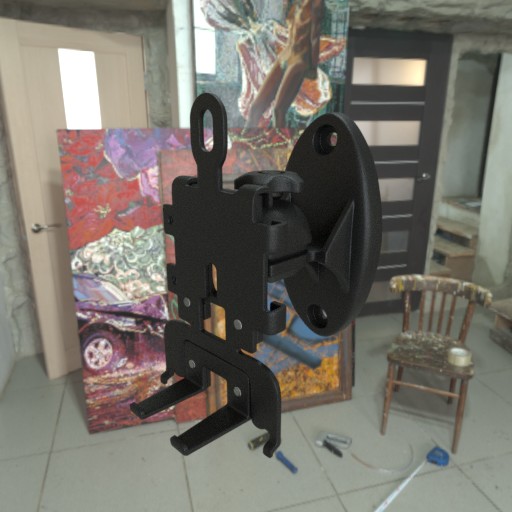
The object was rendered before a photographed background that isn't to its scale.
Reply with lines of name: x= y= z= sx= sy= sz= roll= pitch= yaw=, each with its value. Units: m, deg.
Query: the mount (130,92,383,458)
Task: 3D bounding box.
mount: x=0.000 y=0.000 z=0.173 sx=0.066 sy=0.118 sz=0.100 roll=16 pitch=23 yaw=42
